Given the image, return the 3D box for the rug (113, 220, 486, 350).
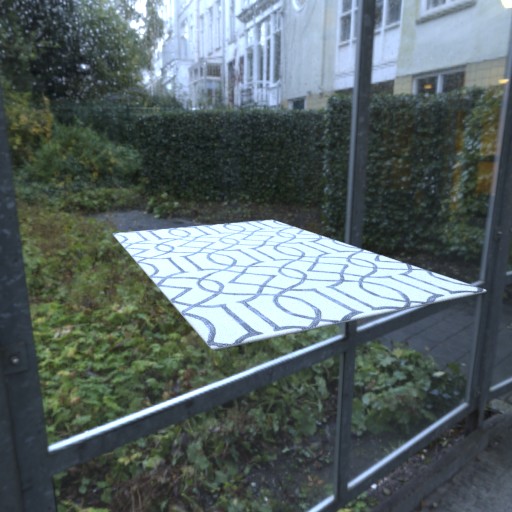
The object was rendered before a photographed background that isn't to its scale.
[{"bbox_3d":[0.000,0.000,3.006,1.521,0.017,2.365,-7,16,-25],"label":"rug"}]
